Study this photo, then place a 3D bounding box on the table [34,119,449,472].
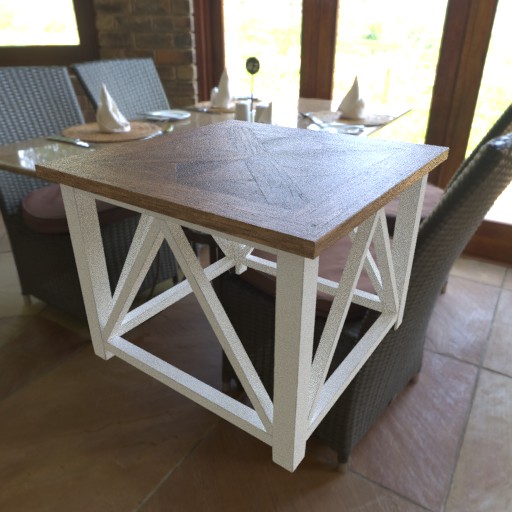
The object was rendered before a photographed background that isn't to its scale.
[{"bbox_3d":[0.000,0.000,1.166,0.700,0.532,0.700,18,32,31],"label":"table"}]
